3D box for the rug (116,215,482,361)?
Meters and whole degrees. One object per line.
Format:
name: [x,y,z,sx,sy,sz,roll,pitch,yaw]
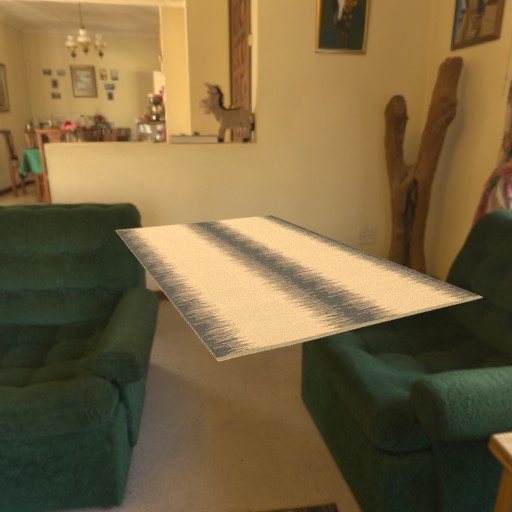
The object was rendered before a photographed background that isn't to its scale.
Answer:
rug: [0.000,0.000,3.106,1.519,0.003,2.453,-8,19,-25]
